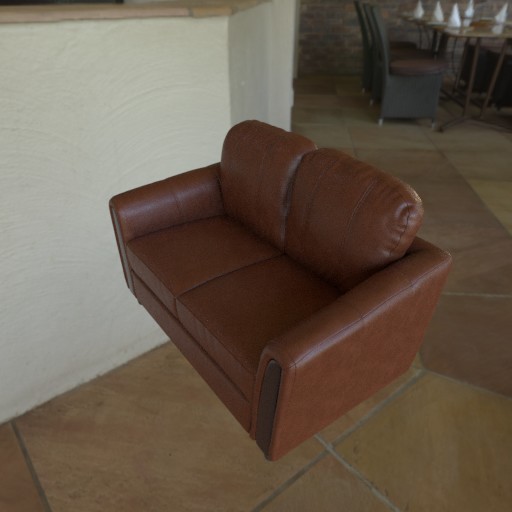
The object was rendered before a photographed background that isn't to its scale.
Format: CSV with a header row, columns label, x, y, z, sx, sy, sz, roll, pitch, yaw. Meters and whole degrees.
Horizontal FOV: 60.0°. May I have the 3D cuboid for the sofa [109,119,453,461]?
label,x,y,z,sx,sy,sz,roll,pitch,yaw
sofa,0.000,0.000,1.939,0.805,0.906,1.406,-21,37,-30
